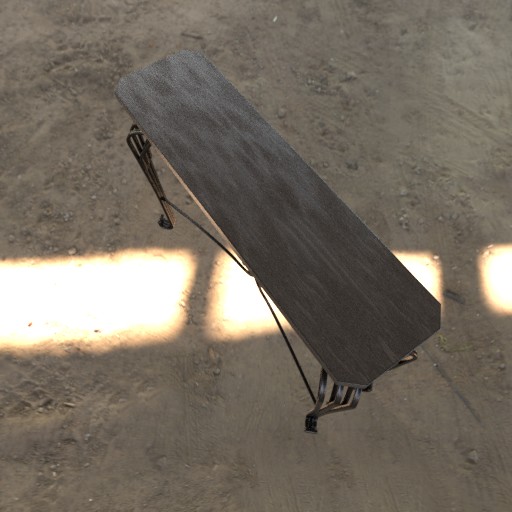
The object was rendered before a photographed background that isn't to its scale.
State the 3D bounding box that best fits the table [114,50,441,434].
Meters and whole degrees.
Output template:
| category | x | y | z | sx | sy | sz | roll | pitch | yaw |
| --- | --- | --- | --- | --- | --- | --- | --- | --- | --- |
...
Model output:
| category | x | y | z | sx | sy | sz | roll | pitch | yaw |
| --- | --- | --- | --- | --- | --- | --- | --- | --- | --- |
| table | 0.000 | 0.000 | 1.474 | 0.329 | 0.800 | 1.112 | -32 | 67 | -15 |
